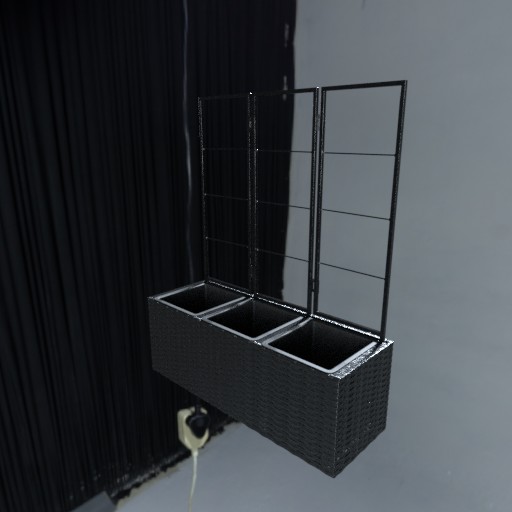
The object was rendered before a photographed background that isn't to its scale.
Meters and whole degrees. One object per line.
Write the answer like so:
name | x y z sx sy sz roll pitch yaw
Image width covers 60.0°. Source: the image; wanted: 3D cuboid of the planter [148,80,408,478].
planter | 0.000 0.000 1.177 0.698 0.841 0.244 14 21 41
